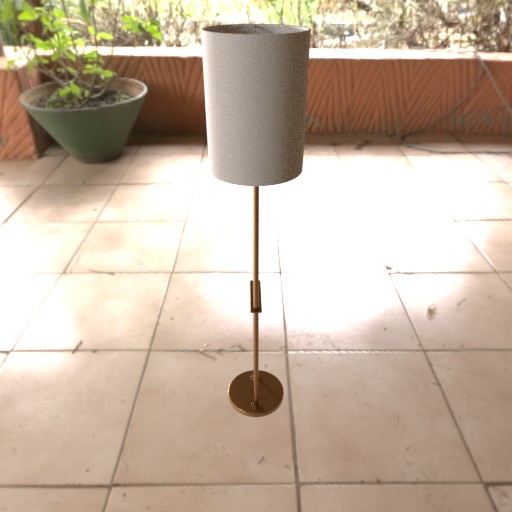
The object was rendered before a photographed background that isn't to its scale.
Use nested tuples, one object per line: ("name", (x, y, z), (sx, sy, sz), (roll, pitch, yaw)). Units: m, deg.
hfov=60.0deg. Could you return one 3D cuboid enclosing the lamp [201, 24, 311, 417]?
("lamp", (0.000, 0.000, 1.636), (0.305, 1.500, 0.306), (-1, 32, -1))
